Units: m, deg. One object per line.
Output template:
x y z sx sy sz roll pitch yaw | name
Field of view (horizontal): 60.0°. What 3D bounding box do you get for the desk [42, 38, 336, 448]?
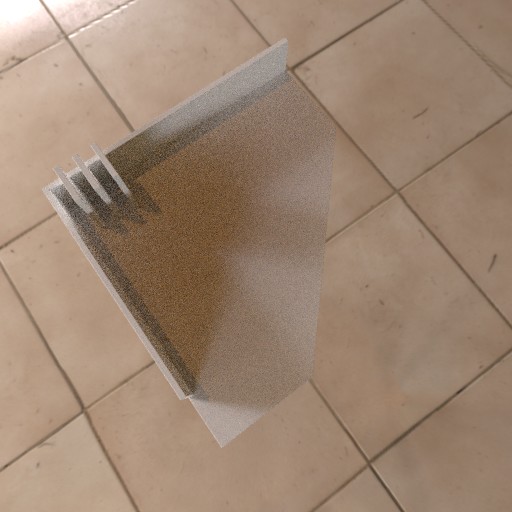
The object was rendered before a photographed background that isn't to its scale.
0.000 0.000 1.728 0.940 0.986 0.940 -35 77 -9 | desk
